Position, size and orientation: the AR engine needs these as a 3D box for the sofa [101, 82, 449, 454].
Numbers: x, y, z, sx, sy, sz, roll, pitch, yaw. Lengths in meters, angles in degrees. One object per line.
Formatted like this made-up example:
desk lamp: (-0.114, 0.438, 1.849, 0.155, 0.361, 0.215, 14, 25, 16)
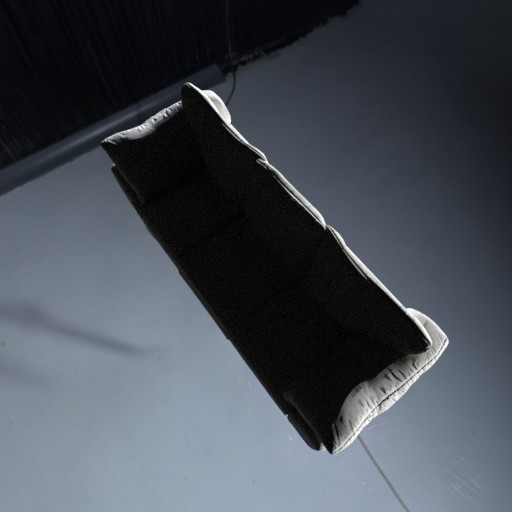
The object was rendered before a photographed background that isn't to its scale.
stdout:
sofa: (0.000, 0.000, 2.826, 0.878, 0.996, 2.334, -33, 68, -15)
